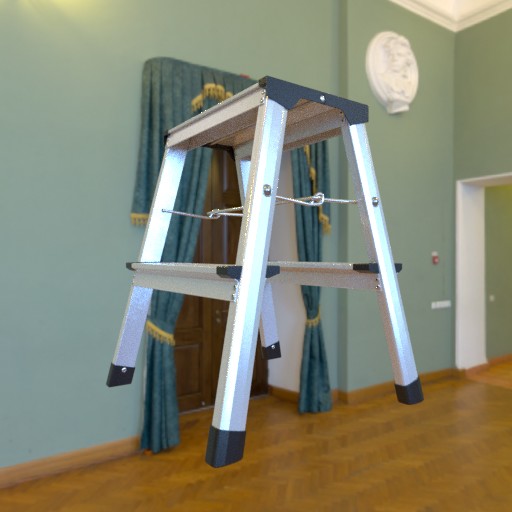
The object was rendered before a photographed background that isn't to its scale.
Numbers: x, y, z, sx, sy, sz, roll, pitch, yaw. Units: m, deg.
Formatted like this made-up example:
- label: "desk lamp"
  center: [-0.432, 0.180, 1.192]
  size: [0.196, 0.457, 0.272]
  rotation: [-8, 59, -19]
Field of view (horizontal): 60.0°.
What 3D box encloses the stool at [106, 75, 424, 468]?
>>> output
- label: "stool"
  center: [0.000, 0.000, 0.780]
  size: [0.405, 0.480, 0.404]
  rotation: [0, 0, -36]
